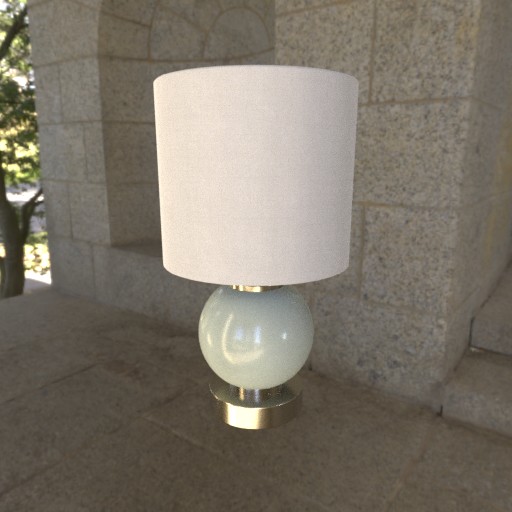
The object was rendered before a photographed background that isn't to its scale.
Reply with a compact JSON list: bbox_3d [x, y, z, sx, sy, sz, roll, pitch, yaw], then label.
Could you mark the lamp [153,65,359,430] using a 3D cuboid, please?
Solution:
[{"bbox_3d":[0.000,0.000,0.483,0.201,0.353,0.201,2,13,8],"label":"lamp"}]
